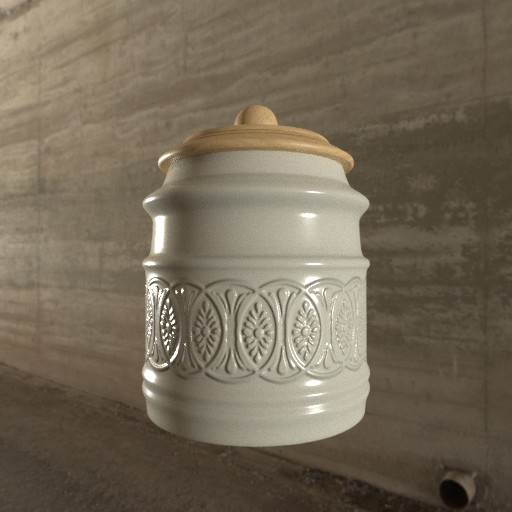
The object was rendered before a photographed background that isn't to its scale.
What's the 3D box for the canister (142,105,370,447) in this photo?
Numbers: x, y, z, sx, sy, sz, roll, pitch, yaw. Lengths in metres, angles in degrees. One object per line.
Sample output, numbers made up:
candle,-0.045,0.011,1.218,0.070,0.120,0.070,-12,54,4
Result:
canister,0.000,0.000,0.261,0.130,0.176,0.130,0,-1,0
